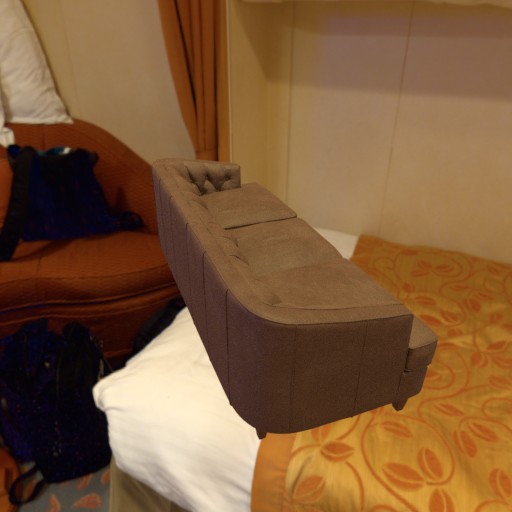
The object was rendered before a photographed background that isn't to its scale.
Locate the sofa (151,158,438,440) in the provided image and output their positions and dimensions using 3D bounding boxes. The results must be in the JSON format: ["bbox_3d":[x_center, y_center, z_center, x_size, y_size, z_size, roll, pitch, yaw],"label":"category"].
[{"bbox_3d":[0.000,0.000,2.704,0.927,0.787,2.227,-11,30,-19],"label":"sofa"}]
